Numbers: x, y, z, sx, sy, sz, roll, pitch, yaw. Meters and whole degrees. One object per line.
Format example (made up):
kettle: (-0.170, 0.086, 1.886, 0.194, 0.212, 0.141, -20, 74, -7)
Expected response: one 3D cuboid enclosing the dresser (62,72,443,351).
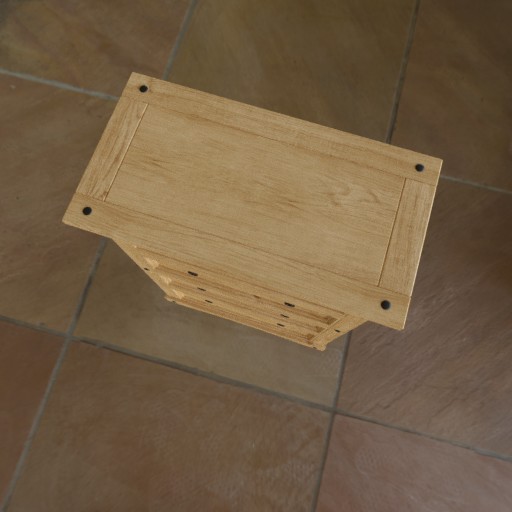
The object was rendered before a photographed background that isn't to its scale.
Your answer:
dresser: (0.000, 0.000, 1.804, 0.915, 1.300, 0.485, 17, 75, 5)
